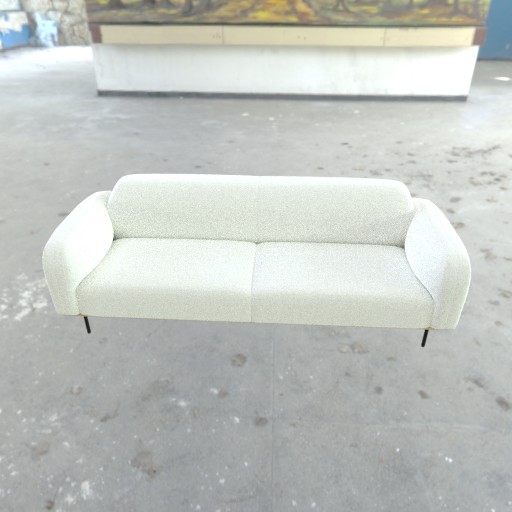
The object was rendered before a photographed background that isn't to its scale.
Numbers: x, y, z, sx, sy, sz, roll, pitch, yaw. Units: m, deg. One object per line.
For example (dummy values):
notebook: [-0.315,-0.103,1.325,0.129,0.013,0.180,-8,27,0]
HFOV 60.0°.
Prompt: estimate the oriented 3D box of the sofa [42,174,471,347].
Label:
sofa: [0.000,0.000,2.694,2.280,0.780,0.870,2,31,3]
